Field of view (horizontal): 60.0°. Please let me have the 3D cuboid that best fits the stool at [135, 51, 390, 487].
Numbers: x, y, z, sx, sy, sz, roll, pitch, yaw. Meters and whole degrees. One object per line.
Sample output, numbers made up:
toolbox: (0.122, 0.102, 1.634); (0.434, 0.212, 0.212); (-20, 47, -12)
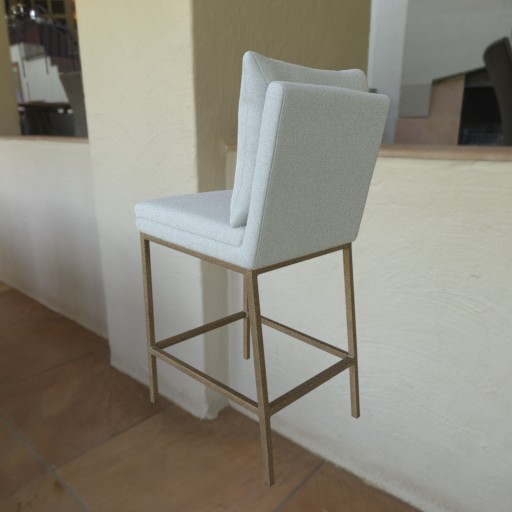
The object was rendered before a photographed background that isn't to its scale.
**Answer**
stool: (0.000, 0.000, 1.311); (0.572, 1.032, 0.463); (15, 22, 43)
